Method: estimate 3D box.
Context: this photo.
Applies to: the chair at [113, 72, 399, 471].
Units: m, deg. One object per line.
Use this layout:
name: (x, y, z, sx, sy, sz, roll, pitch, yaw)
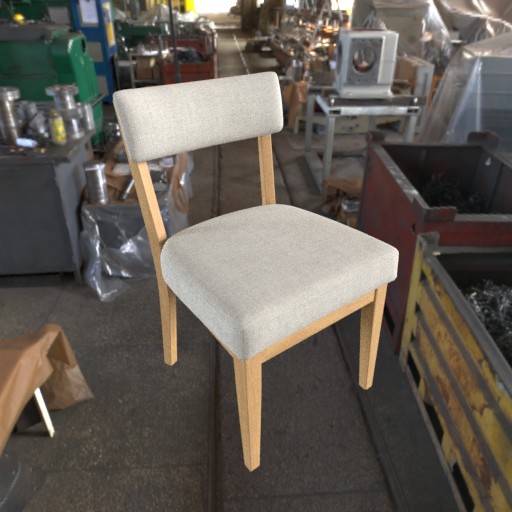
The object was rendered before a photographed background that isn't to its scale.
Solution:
chair: (0.000, 0.000, 1.191, 0.508, 0.832, 0.572, -22, 37, -31)
